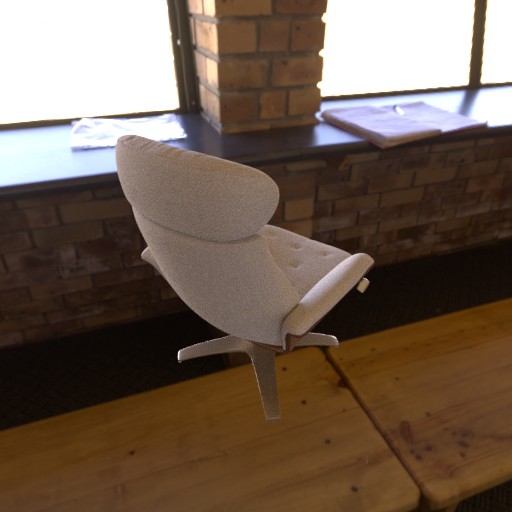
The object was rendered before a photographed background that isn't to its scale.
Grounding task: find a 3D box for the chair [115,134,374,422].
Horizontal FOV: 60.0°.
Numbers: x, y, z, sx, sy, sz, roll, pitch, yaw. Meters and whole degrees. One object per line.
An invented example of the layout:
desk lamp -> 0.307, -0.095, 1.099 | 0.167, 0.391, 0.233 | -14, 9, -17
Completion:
chair -> 0.000, 0.000, 1.630 | 0.785, 0.995, 0.837 | 22, 38, 32
